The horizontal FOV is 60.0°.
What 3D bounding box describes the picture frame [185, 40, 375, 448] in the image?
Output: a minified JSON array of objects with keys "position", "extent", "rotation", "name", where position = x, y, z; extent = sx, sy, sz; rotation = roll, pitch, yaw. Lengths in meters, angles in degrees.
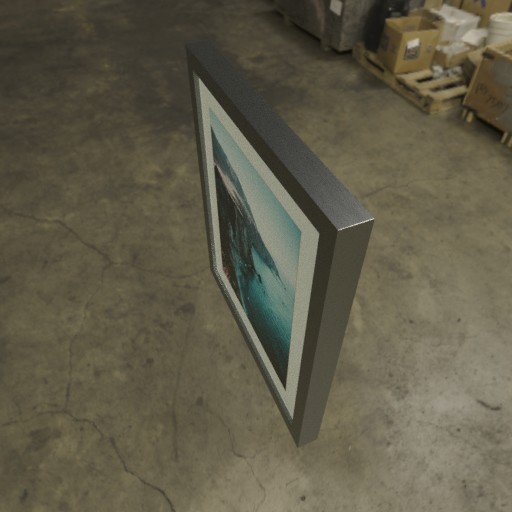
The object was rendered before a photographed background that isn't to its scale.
[{"position":[0.000,0.000,1.355],"extent":[0.073,0.968,0.839],"rotation":[-18,49,-16],"name":"picture frame"}]
